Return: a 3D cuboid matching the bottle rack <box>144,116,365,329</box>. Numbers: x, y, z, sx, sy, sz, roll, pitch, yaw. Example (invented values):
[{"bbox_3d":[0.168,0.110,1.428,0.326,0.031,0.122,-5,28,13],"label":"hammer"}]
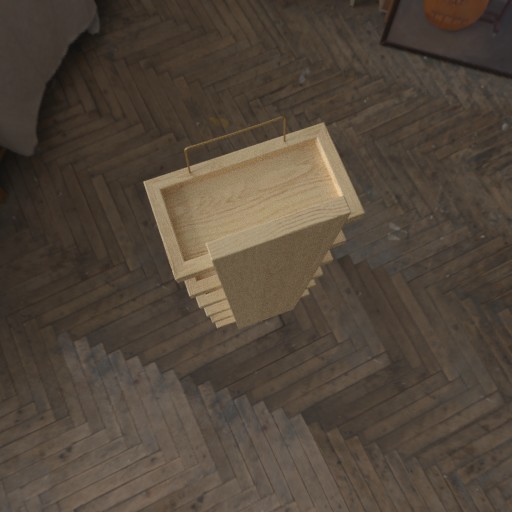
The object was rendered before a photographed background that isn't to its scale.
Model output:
[{"bbox_3d":[0.000,0.000,1.069,0.330,0.943,0.206,-19,76,-5],"label":"bottle rack"}]
